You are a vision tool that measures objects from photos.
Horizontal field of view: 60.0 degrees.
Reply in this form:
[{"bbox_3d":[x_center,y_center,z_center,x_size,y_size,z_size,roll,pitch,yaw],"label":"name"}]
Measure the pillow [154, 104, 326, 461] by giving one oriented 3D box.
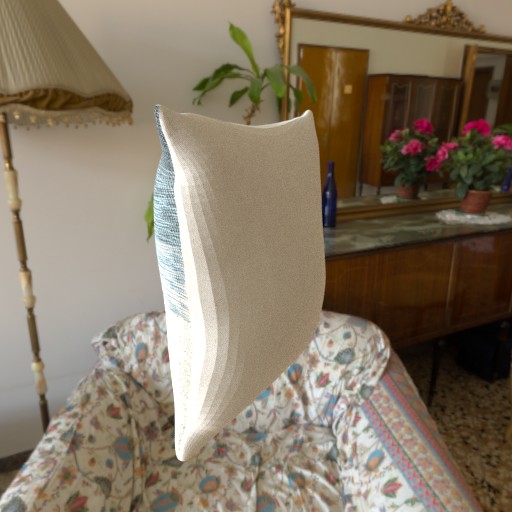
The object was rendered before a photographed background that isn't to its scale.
[{"bbox_3d":[0.000,0.000,0.685,0.182,0.441,0.440,8,18,26],"label":"pillow"}]
